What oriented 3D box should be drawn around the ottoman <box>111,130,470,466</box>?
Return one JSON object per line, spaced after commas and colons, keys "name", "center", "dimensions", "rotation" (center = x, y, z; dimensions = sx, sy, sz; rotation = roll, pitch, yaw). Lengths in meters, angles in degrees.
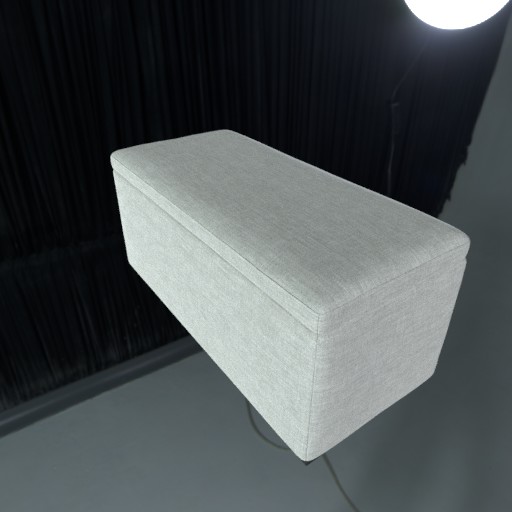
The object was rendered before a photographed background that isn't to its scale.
{"name": "ottoman", "center": [0.000, 0.000, 1.146], "dimensions": [0.419, 0.432, 0.902], "rotation": [-21, 37, -30]}
